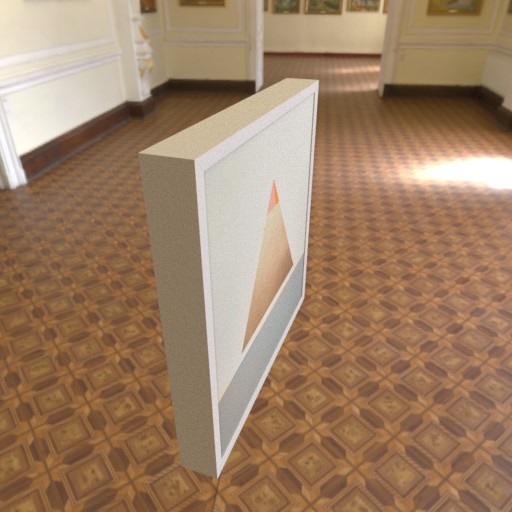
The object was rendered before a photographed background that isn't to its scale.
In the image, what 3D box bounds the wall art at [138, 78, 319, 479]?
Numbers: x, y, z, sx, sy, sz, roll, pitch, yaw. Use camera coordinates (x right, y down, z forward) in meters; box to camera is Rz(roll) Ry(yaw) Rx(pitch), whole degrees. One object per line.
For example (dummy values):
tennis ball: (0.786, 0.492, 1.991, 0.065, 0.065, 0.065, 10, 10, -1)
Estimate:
wall art: (0.000, 0.000, 0.463, 0.038, 0.304, 0.305, 11, 32, 18)
